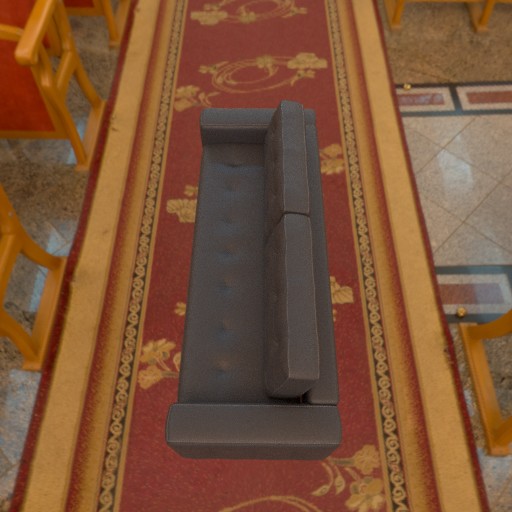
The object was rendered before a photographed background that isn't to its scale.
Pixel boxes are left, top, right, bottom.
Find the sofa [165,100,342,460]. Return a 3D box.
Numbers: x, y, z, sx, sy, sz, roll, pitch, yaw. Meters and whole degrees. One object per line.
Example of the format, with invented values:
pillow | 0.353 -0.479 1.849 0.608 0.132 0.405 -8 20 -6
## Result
sofa | 0.000 0.000 2.758 0.833 0.893 2.275 1 59 0
